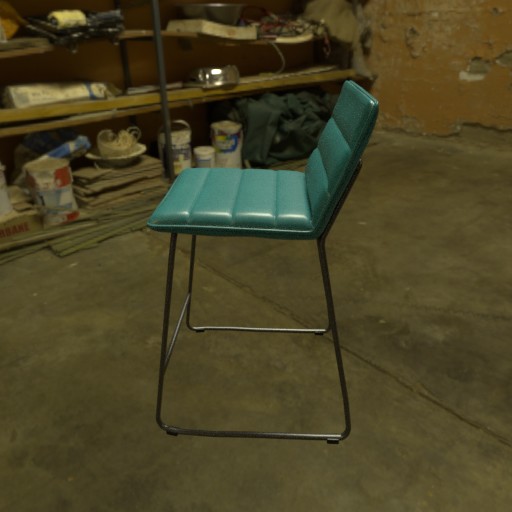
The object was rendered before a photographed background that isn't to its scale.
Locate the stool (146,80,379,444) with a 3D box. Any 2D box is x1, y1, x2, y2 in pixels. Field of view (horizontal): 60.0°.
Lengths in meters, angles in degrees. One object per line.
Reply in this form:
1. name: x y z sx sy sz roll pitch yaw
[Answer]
1. stool: 0.000 0.000 1.205 0.524 0.866 0.489 1 28 2
